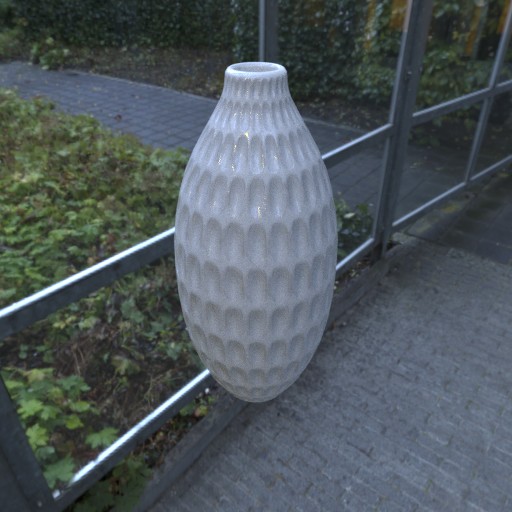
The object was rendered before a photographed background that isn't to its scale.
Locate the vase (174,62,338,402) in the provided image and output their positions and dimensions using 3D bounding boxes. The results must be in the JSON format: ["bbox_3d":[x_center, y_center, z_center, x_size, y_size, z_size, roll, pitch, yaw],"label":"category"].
[{"bbox_3d":[0.000,0.000,0.354,0.127,0.282,0.127,0,33,0],"label":"vase"}]
